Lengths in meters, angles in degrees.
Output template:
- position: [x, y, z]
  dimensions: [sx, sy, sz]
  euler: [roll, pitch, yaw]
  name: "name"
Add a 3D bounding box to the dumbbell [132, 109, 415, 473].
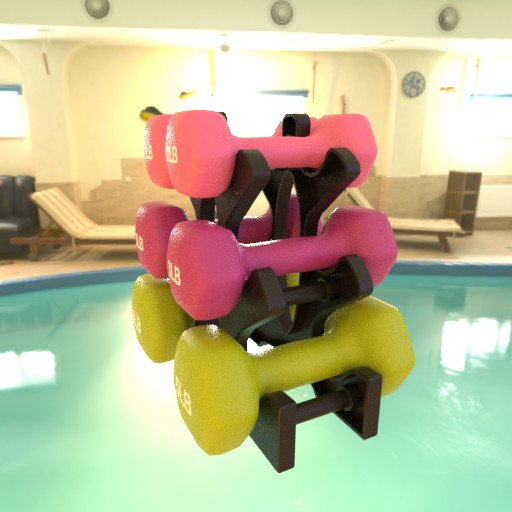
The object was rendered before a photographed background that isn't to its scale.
- position: [0.000, 0.000, 0.422]
  dimensions: [0.203, 0.261, 0.257]
  euler: [-8, 17, -26]
  name: "dumbbell"
